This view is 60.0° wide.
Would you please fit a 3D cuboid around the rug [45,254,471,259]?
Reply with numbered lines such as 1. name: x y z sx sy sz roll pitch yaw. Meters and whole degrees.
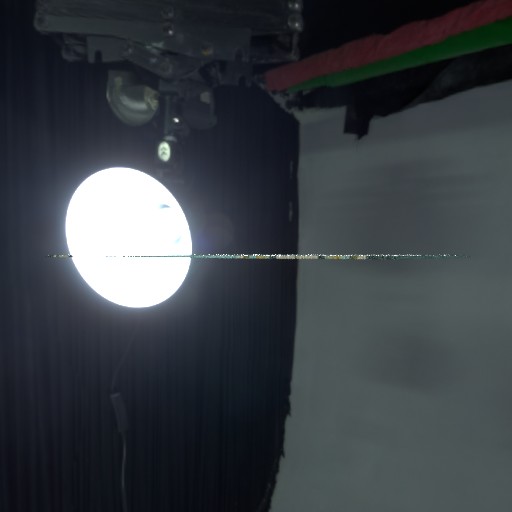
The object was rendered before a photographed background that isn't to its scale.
1. rug: 0.000 0.000 2.270 1.811 0.010 1.212 0 0 35
